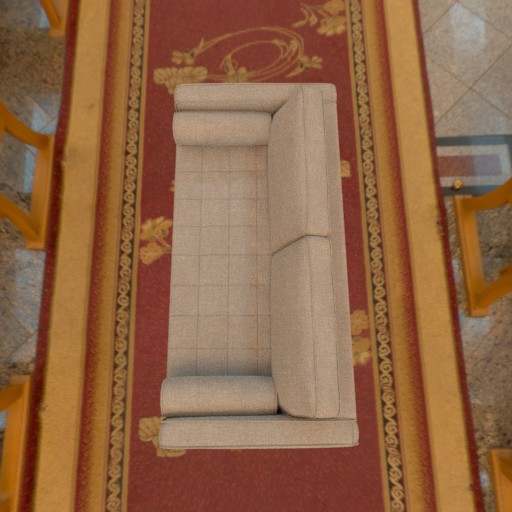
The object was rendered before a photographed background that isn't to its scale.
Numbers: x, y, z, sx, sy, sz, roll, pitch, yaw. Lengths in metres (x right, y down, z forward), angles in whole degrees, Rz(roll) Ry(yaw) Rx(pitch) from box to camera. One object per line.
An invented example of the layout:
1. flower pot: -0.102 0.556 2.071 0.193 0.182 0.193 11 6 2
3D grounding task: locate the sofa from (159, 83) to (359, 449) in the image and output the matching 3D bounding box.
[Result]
1. sofa: 0.000 0.000 2.368 0.914 0.762 1.879 -1 75 0
